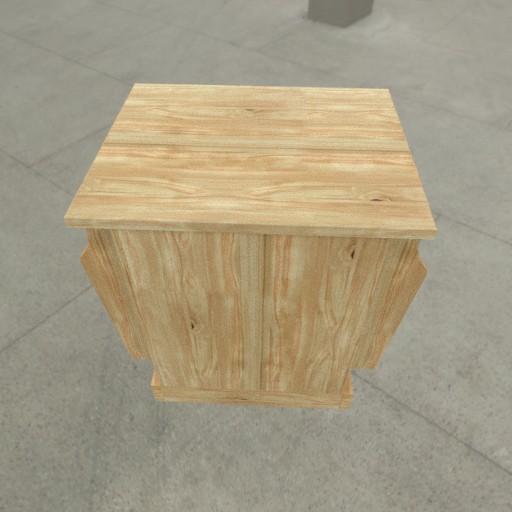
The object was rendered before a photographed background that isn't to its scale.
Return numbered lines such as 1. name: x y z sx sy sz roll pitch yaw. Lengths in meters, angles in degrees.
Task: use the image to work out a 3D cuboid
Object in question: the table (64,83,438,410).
1. table: 0.000 0.000 0.871 0.530 0.515 0.380 2 46 2
